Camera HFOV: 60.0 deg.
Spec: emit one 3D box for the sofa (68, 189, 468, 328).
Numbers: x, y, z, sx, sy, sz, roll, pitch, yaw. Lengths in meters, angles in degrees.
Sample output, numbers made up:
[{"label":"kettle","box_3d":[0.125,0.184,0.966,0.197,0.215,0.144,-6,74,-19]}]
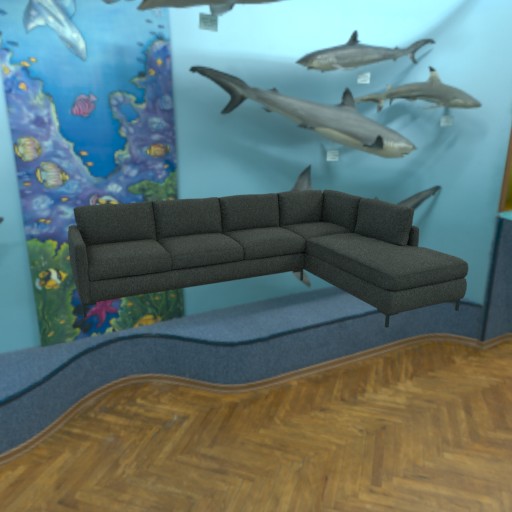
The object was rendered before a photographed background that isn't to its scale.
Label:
[{"label":"sofa","box_3d":[0.000,0.000,3.869,2.949,0.815,2.007,-8,18,-24]}]
